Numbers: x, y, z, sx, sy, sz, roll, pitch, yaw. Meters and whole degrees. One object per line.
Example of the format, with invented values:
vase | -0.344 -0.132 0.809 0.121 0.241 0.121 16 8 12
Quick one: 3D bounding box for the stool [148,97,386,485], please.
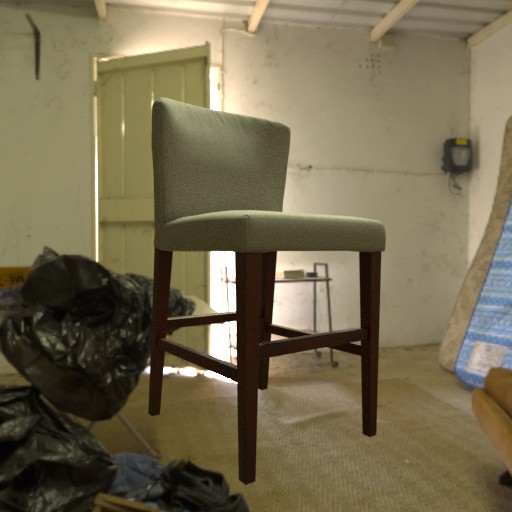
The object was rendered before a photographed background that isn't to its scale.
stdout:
stool | 0.000 0.000 1.271 0.479 0.968 0.568 -1 1 -36
